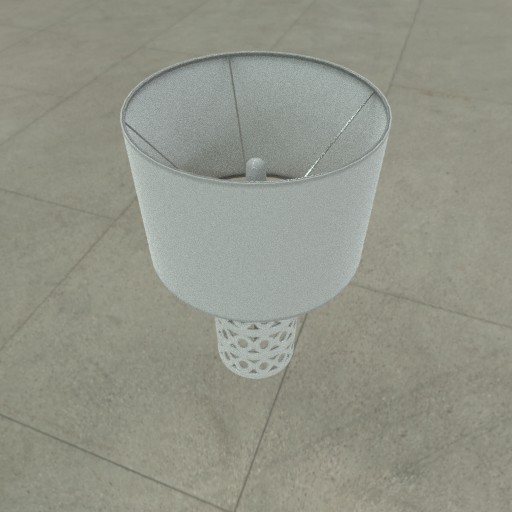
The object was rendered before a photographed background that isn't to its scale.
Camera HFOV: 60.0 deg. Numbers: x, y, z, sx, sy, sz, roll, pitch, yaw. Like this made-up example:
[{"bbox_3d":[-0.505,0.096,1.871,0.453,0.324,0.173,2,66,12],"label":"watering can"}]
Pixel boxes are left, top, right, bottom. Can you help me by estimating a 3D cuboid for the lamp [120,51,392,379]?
[{"bbox_3d":[0.000,0.000,0.689,0.310,0.502,0.310,0,46,0],"label":"lamp"}]
